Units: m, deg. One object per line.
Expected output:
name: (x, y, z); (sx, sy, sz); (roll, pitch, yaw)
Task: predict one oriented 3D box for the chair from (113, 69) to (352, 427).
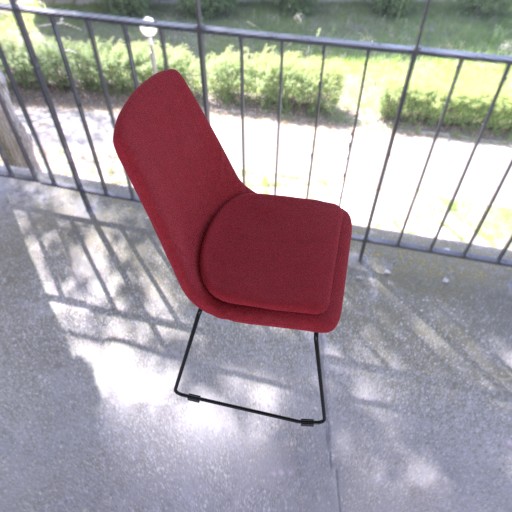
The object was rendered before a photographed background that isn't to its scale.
chair: (0.000, 0.000, 1.169); (0.518, 0.858, 0.479); (10, 47, 9)
